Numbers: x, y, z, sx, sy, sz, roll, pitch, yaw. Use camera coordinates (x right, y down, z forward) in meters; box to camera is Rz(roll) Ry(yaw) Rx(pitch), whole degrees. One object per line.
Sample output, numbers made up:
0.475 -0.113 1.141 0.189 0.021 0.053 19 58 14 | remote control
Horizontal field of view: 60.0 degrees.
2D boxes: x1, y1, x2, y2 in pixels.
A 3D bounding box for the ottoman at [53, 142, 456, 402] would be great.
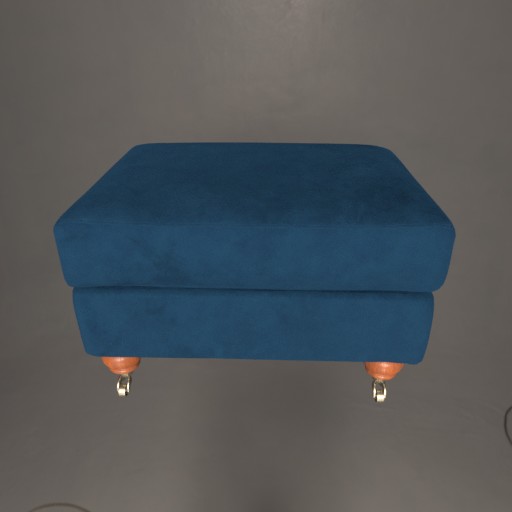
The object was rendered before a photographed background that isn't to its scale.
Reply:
0.000 0.000 1.145 0.773 0.503 0.572 1 29 2 | ottoman
